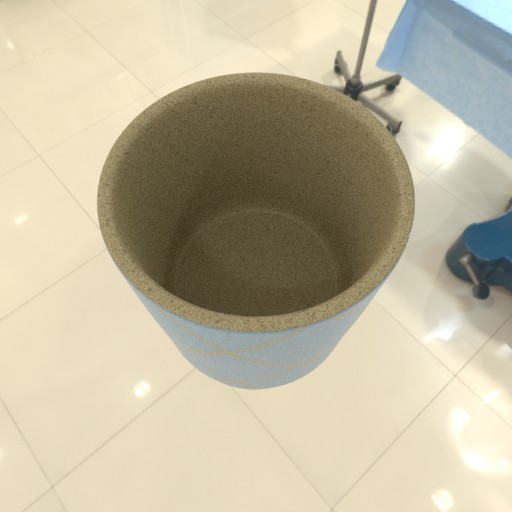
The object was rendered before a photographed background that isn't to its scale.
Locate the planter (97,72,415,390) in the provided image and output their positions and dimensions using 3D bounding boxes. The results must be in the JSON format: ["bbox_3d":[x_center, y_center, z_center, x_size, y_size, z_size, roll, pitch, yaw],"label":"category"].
[{"bbox_3d":[0.000,0.000,0.422,0.227,0.235,0.227,0,62,0],"label":"planter"}]
